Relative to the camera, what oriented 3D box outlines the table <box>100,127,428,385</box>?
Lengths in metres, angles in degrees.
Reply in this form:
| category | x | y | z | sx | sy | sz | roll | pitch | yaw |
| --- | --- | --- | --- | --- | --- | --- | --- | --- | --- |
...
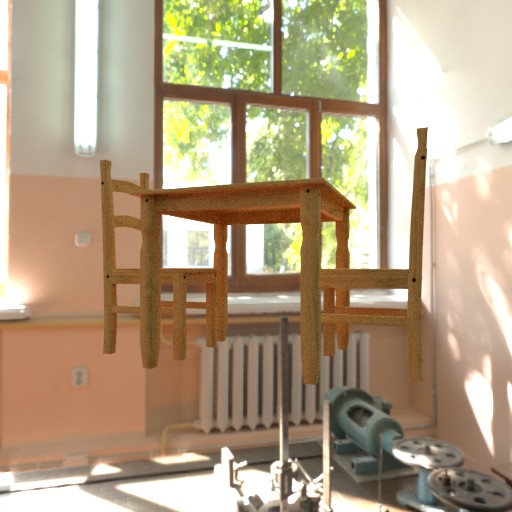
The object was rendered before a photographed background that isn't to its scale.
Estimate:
| category | x | y | z | sx | sy | sz | roll | pitch | yaw |
| --- | --- | --- | --- | --- | --- | --- | --- | --- | --- |
| table | 0.000 | 0.000 | 2.068 | 1.501 | 0.942 | 0.813 | 0 | -1 | 21 |
